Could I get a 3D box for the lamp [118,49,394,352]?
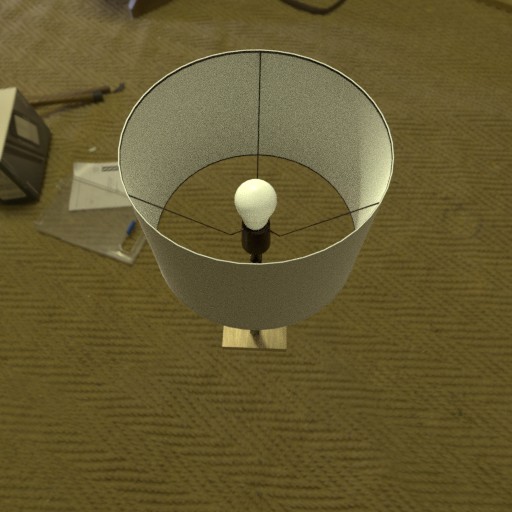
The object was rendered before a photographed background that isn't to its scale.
[{"bbox_3d":[0.000,0.000,0.677,0.279,0.508,0.279,2,63,1],"label":"lamp"}]
